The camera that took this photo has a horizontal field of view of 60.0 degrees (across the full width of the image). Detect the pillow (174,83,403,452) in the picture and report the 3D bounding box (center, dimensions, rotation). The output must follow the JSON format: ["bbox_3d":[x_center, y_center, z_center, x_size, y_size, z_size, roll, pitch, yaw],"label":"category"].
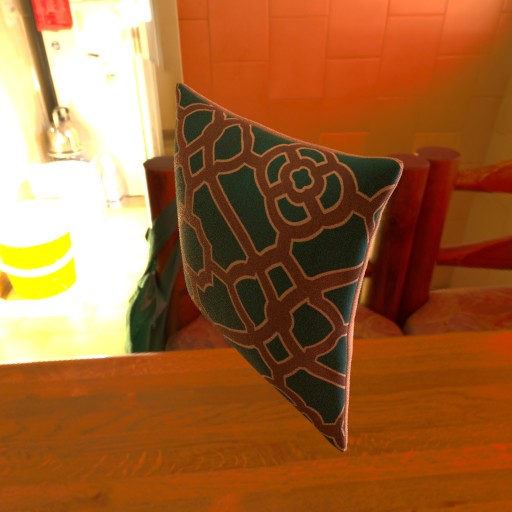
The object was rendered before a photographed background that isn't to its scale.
[{"bbox_3d":[0.000,0.000,0.789,0.166,0.507,0.526,-21,38,-30],"label":"pillow"}]
